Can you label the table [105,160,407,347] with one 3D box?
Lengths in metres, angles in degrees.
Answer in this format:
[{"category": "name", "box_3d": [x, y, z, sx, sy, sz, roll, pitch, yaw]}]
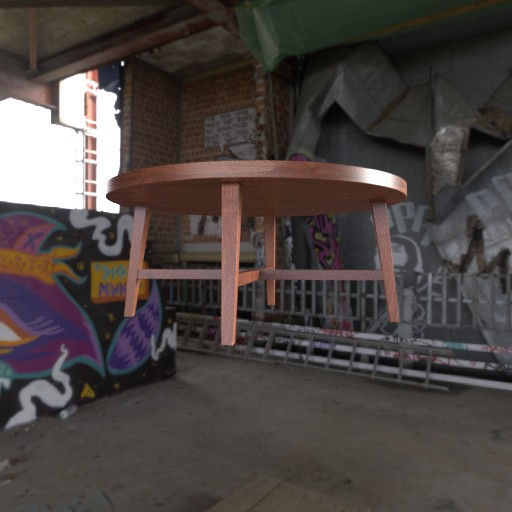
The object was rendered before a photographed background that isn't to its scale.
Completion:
[{"category": "table", "box_3d": [0.000, 0.000, 1.242, 0.800, 0.360, 0.800, 0, 0, 0]}]
